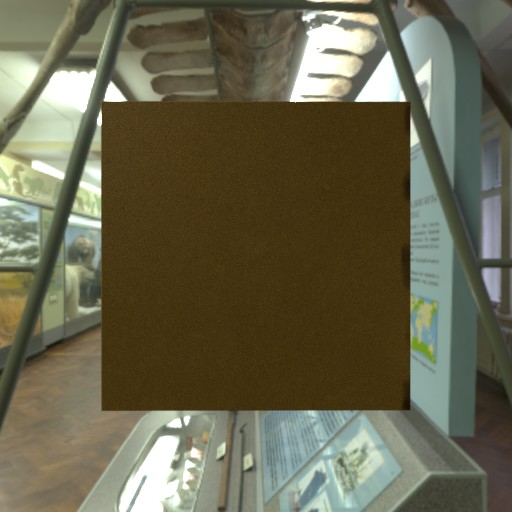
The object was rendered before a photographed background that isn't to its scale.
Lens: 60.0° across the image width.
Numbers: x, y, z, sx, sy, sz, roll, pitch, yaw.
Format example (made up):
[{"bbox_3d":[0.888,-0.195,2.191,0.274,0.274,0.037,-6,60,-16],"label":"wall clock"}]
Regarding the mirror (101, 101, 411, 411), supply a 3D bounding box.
[{"bbox_3d":[0.000,0.000,0.748,0.509,0.507,0.042,0,0,0],"label":"mirror"}]
